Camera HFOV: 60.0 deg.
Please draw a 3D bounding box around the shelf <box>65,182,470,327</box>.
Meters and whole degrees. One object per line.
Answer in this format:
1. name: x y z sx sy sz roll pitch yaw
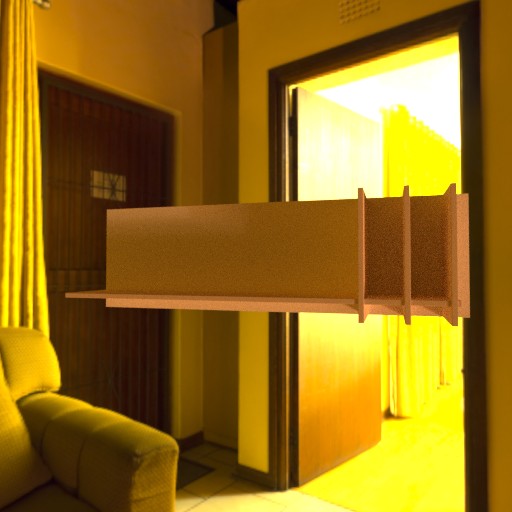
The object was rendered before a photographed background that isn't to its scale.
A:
1. shelf: 0.000 0.000 1.133 1.020 0.300 0.200 0 -2 17
